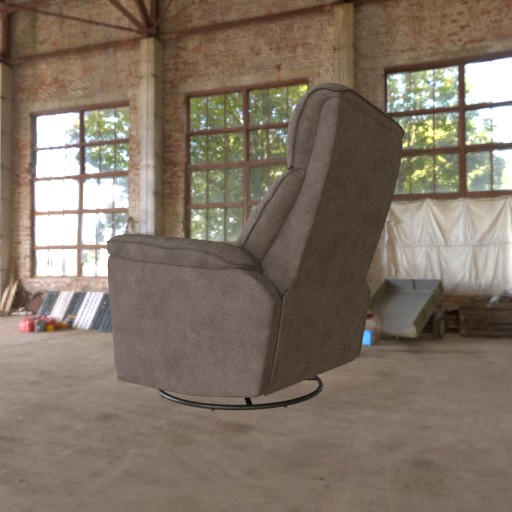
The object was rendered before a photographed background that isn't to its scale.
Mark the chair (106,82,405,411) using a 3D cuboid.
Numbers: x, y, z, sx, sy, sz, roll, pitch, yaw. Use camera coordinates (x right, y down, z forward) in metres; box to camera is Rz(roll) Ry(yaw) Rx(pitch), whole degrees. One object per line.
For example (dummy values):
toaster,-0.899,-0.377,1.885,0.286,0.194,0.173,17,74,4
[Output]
chair,0.000,0.000,1.743,1.009,1.036,0.830,-1,-2,37
